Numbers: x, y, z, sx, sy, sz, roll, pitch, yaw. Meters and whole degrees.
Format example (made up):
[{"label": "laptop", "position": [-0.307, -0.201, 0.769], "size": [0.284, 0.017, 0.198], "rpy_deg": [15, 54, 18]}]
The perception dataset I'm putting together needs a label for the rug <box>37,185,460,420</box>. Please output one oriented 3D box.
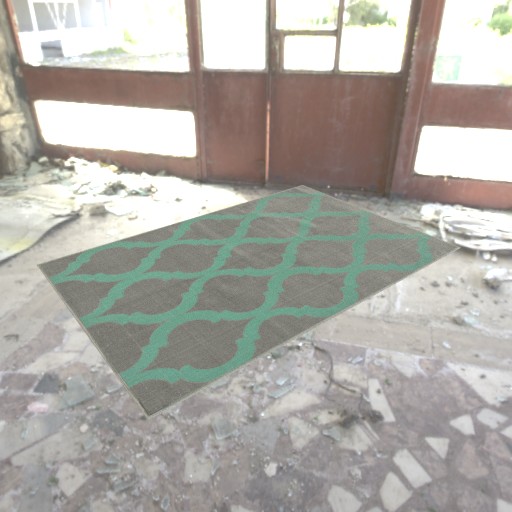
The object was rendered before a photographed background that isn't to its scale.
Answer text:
[{"label": "rug", "position": [0.000, 0.000, 2.867], "size": [2.286, 0.006, 1.524], "rpy_deg": [-21, 36, -33]}]
